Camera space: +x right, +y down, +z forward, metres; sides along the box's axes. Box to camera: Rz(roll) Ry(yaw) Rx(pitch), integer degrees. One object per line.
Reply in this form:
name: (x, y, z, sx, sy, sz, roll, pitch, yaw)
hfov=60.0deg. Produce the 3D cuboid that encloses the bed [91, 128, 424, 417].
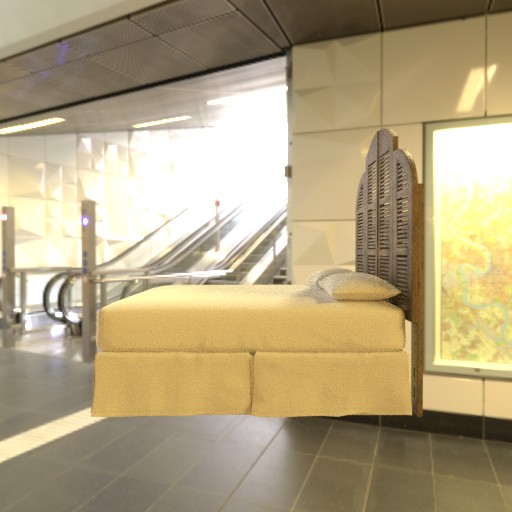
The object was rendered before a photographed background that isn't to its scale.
bed: (0.000, 0.000, 3.592, 2.138, 2.019, 1.713, 0, 1, 0)
